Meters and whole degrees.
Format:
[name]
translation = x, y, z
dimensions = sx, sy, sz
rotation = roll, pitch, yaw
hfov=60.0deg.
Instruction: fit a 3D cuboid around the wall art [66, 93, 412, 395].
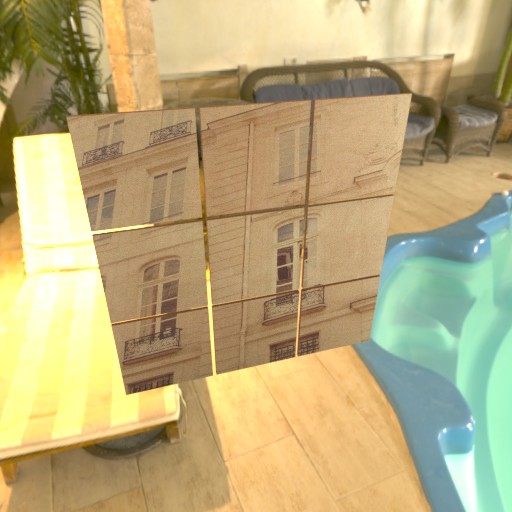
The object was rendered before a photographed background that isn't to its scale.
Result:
[wall art]
translation = 0.000, 0.000, 1.371
dimensions = 0.915, 0.913, 0.018
rotation = -9, 32, -15
